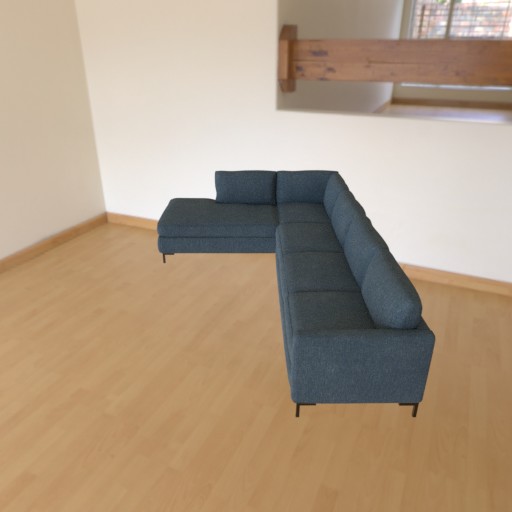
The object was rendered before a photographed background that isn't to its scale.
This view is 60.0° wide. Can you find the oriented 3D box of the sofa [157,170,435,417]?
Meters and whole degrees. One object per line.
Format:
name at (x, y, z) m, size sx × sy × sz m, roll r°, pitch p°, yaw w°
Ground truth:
sofa at (0.000, 0.000, 3.845) m, size 2.007 × 0.815 × 2.949 m, roll 0°, pitch 26°, yaw 0°
